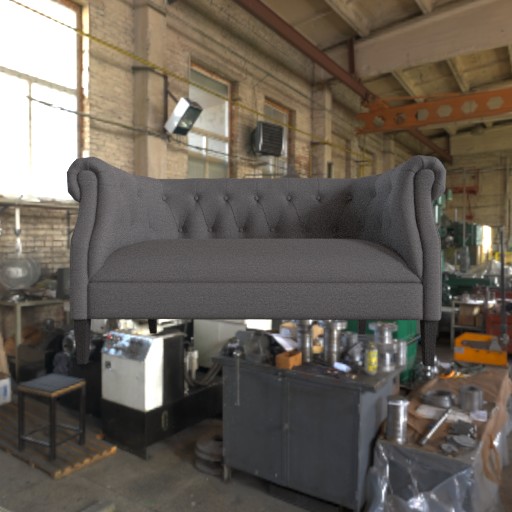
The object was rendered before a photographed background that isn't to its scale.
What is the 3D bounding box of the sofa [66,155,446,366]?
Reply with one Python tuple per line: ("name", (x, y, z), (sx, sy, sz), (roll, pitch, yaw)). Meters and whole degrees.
("sofa", (0.000, 0.000, 2.078), (1.558, 0.827, 0.835), (0, 1, 1))
